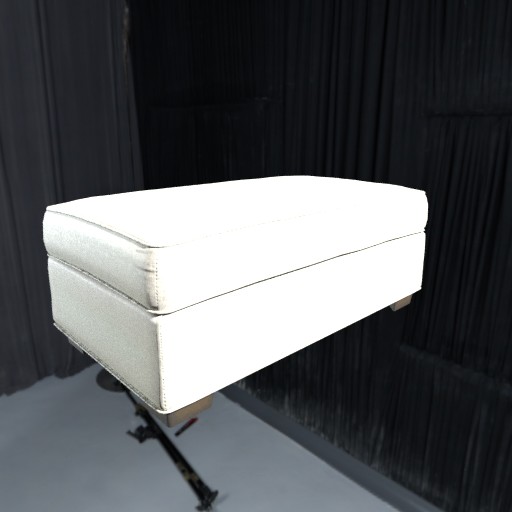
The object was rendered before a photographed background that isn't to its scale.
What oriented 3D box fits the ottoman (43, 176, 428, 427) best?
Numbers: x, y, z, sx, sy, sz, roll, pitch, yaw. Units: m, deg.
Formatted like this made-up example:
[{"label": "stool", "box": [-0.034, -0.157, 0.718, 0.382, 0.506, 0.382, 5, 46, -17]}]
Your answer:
[{"label": "ottoman", "box": [0.000, 0.000, 1.422, 1.097, 0.448, 0.617, -15, 22, -41]}]
